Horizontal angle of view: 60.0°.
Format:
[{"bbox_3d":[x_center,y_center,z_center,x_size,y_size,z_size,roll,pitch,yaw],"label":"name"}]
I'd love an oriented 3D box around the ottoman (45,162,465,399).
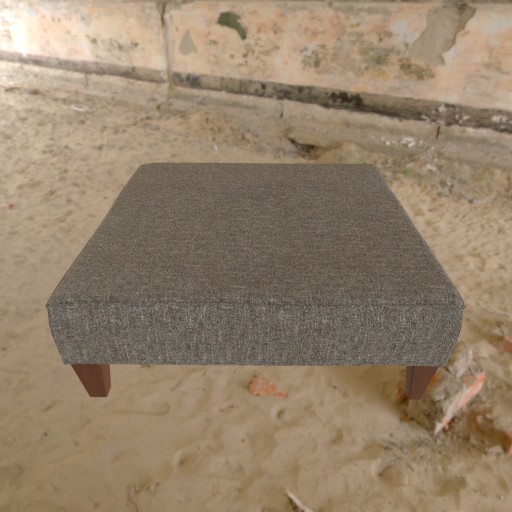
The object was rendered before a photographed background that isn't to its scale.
[{"bbox_3d":[0.000,0.000,1.525,1.016,0.379,0.981,0,31,1],"label":"ottoman"}]
